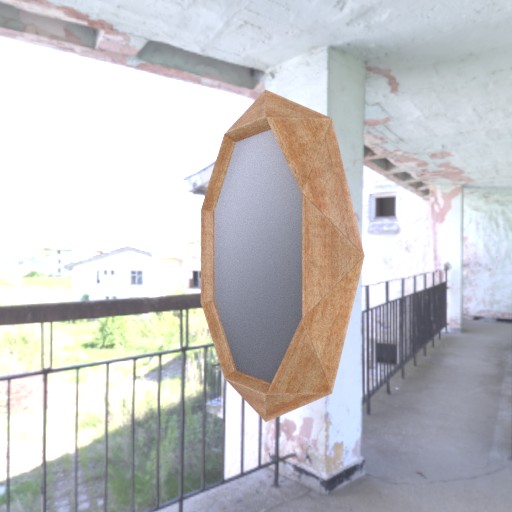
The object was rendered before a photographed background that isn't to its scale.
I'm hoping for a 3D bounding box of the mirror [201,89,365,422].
[{"bbox_3d":[0.000,0.000,1.015,0.070,0.774,0.577,0,0,-37],"label":"mirror"}]
